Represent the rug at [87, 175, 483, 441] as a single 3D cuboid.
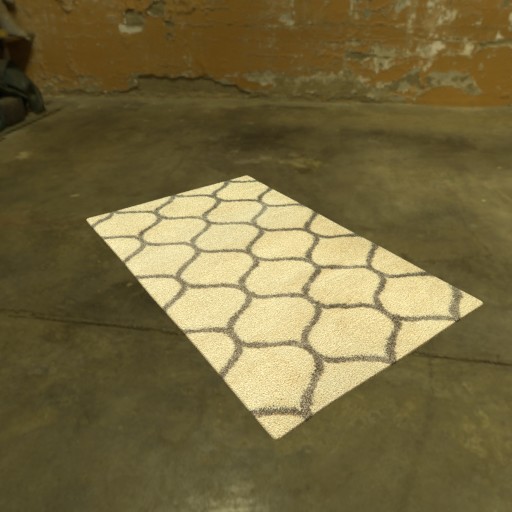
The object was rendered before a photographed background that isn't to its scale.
[{"bbox_3d":[0.000,0.000,2.940,1.501,0.024,2.348,-21,38,-30],"label":"rug"}]
